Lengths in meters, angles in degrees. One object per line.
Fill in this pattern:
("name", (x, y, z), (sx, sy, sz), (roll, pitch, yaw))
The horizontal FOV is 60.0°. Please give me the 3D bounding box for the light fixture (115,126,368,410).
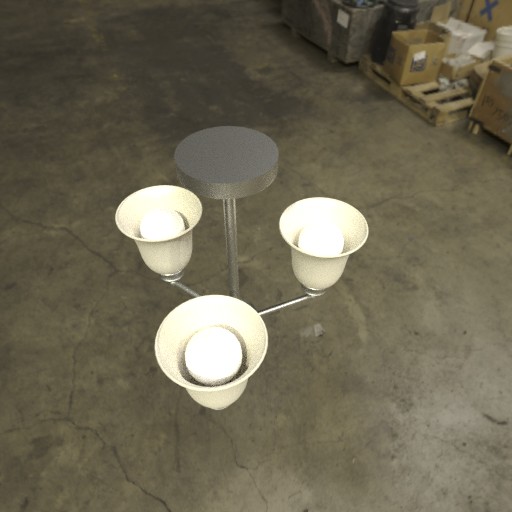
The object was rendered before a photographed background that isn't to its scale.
("light fixture", (0.000, 0.000, 0.654), (0.354, 0.370, 0.388), (-17, 48, -16))
